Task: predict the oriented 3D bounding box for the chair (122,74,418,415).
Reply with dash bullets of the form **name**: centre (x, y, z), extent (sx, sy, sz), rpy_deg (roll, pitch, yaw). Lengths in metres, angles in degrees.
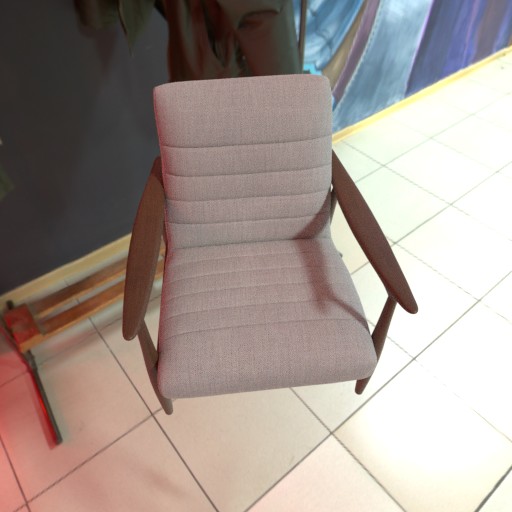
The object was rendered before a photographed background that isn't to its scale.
- **chair**: centre (0.000, 0.000, 1.419), extent (0.741, 0.832, 0.798), rpy_deg (-5, 47, -4)
